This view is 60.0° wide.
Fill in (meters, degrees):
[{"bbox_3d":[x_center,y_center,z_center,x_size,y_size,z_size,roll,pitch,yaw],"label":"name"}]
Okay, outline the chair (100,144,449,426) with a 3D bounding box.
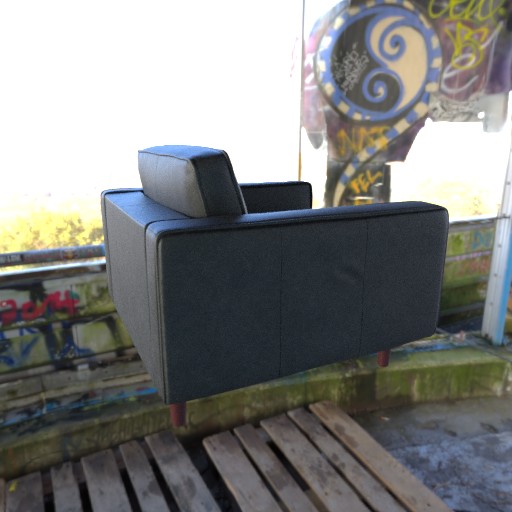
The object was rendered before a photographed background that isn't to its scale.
[{"bbox_3d":[0.000,0.000,1.561,0.914,0.763,0.889,-7,17,-25],"label":"chair"}]
